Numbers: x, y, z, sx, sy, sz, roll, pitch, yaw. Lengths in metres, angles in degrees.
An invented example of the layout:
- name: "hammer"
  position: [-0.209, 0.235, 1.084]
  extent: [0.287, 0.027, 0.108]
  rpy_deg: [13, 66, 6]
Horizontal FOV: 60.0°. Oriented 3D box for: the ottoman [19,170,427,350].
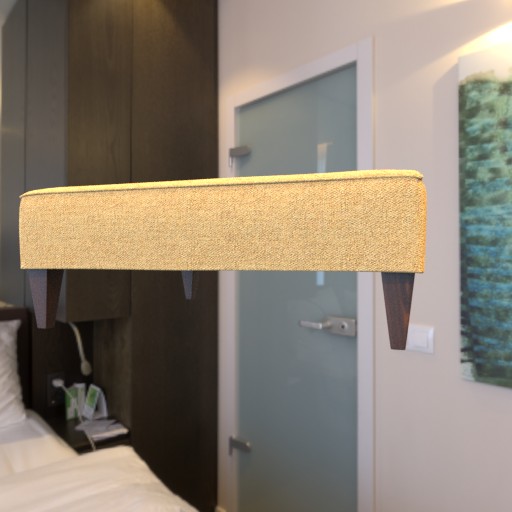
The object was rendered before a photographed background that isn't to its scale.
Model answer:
- name: "ottoman"
  position: [0.000, 0.000, 1.435]
  extent: [0.981, 0.378, 0.970]
  rpy_deg: [0, 0, 18]
